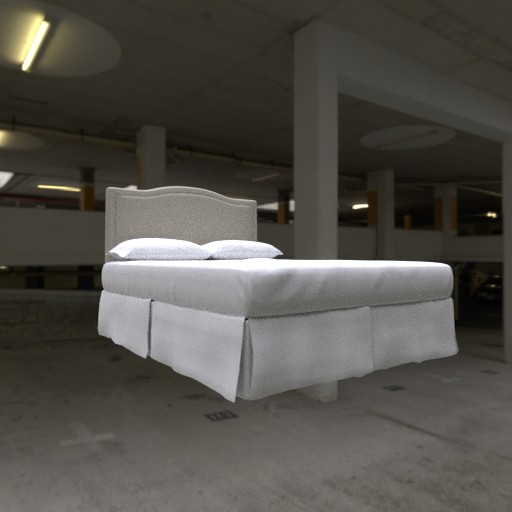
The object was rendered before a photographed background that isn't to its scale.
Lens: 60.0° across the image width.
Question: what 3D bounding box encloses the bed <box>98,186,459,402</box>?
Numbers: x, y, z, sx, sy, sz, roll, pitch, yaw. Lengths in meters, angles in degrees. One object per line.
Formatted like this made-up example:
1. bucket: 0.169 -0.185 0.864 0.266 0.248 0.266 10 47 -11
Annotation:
1. bed: 0.000 0.000 3.649 1.977 1.437 2.477 0 0 -36
